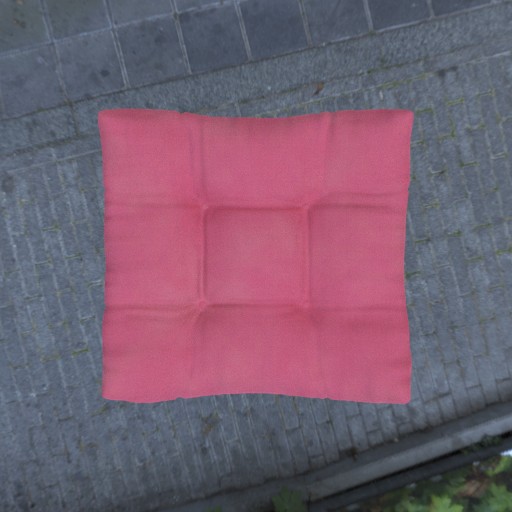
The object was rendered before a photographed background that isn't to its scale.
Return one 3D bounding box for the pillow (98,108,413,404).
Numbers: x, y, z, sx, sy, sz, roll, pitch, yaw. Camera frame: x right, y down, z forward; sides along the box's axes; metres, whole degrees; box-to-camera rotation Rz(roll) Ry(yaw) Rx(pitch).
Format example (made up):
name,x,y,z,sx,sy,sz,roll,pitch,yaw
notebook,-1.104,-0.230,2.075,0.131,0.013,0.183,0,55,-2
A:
name,x,y,z,sx,sy,sz,roll,pitch,yaw
pillow,0.000,0.000,0.718,0.490,0.128,0.468,0,90,0
